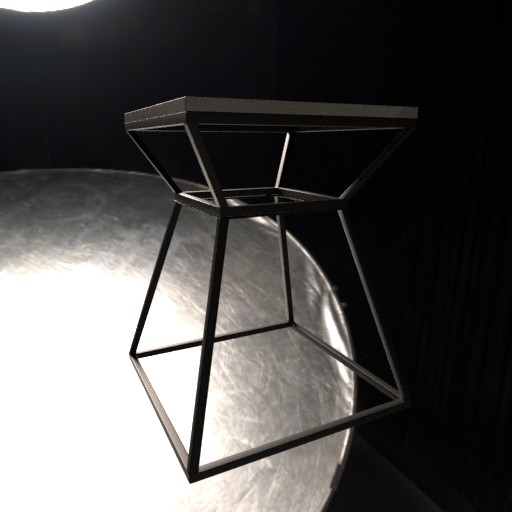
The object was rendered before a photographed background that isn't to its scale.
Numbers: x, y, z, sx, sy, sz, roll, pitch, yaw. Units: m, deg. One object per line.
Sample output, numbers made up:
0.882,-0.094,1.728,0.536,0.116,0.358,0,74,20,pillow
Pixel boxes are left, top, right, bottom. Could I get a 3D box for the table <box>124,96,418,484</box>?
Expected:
0.000,0.000,0.897,0.455,0.559,0.455,-7,16,-26,table
